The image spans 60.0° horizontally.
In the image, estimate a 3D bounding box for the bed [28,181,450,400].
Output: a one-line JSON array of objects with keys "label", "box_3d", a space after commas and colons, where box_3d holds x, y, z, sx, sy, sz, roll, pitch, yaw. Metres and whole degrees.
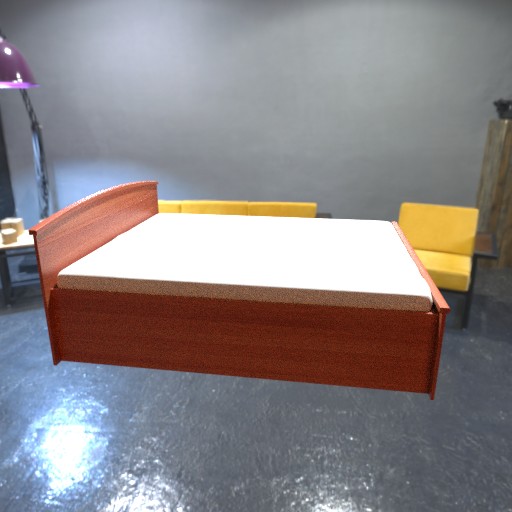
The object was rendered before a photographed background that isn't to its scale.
[{"label": "bed", "box_3d": [0.000, 0.000, 2.977, 2.053, 0.848, 1.683, 3, 18, 9]}]
